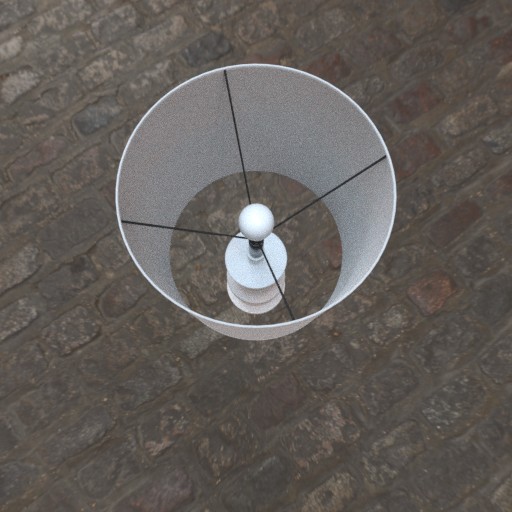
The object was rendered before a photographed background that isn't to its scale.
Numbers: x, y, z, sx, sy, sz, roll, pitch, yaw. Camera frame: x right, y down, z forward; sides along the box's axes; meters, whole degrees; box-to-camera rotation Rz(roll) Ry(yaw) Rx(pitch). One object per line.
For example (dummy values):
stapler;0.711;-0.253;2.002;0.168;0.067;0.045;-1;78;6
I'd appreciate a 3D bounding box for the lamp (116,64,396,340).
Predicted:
lamp;0.000;0.000;0.551;0.208;0.455;0.208;-34;79;-7
